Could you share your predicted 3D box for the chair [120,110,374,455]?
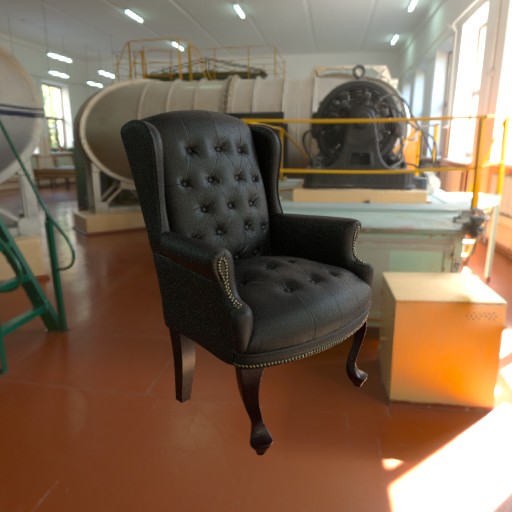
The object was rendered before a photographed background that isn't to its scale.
[{"bbox_3d":[0.000,0.000,1.754,0.822,1.133,0.831,13,19,43],"label":"chair"}]
